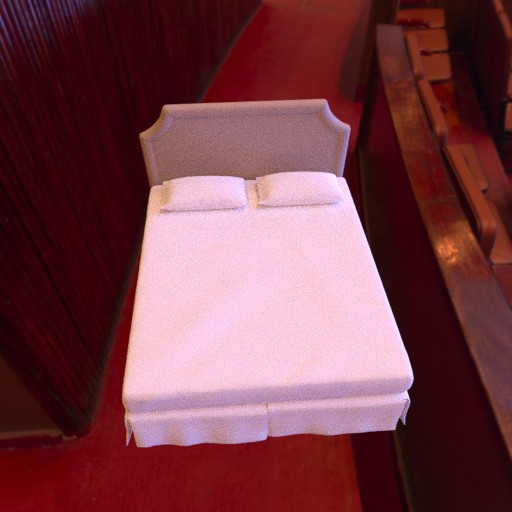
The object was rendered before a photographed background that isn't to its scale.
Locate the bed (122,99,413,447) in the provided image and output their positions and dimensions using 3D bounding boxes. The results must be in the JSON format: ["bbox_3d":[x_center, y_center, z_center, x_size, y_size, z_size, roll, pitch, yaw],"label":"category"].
[{"bbox_3d":[0.000,0.000,4.058,2.350,1.590,2.773,-3,47,-3],"label":"bed"}]
